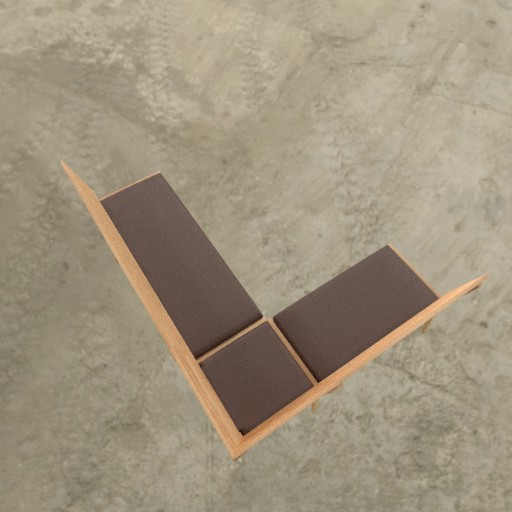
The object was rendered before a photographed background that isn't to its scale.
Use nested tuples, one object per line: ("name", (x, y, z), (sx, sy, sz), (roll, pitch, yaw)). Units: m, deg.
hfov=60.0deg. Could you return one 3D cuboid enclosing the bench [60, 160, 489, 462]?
("bench", (0.000, 0.000, 2.830), (1.549, 0.890, 1.975), (-31, 65, -16))
